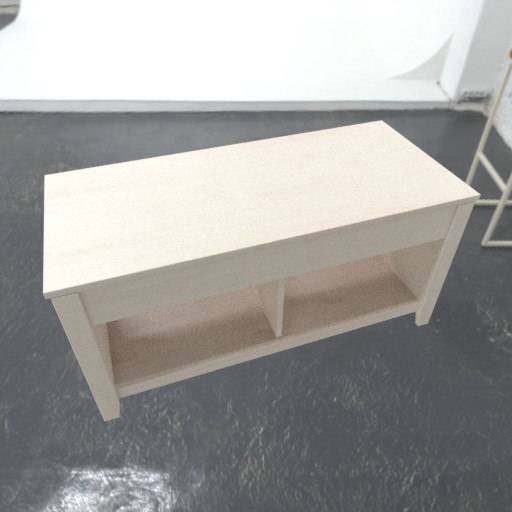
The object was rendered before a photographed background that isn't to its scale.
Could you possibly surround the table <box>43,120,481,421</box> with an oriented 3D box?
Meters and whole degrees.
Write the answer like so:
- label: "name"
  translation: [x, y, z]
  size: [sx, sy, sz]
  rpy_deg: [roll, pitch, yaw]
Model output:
- label: "table"
  translation: [0.000, 0.000, 1.287]
  size: [1.016, 0.483, 0.457]
  rpy_deg: [-13, 43, -15]
